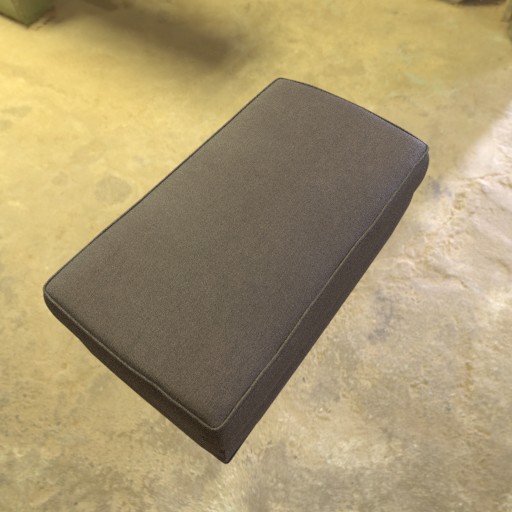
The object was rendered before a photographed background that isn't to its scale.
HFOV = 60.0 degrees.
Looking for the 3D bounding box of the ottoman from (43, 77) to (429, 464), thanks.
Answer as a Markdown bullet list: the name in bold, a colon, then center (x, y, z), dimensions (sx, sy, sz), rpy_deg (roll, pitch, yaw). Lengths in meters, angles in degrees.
- **ottoman**: center (0.000, 0.000, 1.136), dimensions (0.490, 0.448, 0.864), rpy_deg (32, 64, 18)
